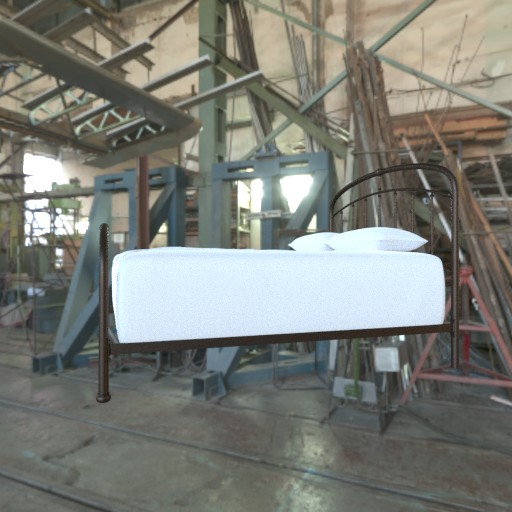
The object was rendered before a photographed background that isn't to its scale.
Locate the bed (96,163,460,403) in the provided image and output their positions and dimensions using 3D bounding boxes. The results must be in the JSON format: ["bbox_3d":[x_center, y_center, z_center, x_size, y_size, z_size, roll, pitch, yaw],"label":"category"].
[{"bbox_3d":[0.000,0.000,3.262,2.180,1.425,1.711,0,0,-19],"label":"bed"}]
